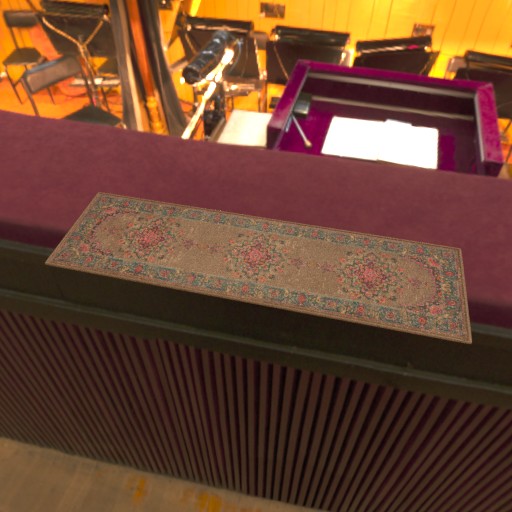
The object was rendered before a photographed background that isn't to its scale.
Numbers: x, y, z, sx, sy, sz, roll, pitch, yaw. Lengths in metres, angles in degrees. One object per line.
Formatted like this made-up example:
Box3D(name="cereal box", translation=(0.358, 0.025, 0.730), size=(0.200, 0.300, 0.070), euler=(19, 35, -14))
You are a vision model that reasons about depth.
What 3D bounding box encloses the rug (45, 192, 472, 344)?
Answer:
Box3D(name="rug", translation=(0.000, 0.000, 2.536), size=(2.297, 0.019, 0.659), euler=(10, 47, 9))
